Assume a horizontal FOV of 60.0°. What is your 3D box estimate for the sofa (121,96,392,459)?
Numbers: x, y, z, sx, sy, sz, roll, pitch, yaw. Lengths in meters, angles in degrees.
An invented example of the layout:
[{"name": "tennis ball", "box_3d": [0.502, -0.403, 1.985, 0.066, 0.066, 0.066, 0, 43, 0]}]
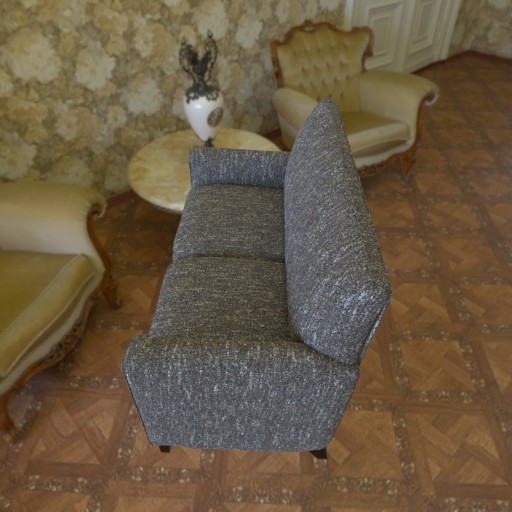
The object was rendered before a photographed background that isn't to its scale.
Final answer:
[{"name": "sofa", "box_3d": [0.000, 0.000, 2.023, 0.801, 0.946, 1.519, 1, 40, 1]}]
